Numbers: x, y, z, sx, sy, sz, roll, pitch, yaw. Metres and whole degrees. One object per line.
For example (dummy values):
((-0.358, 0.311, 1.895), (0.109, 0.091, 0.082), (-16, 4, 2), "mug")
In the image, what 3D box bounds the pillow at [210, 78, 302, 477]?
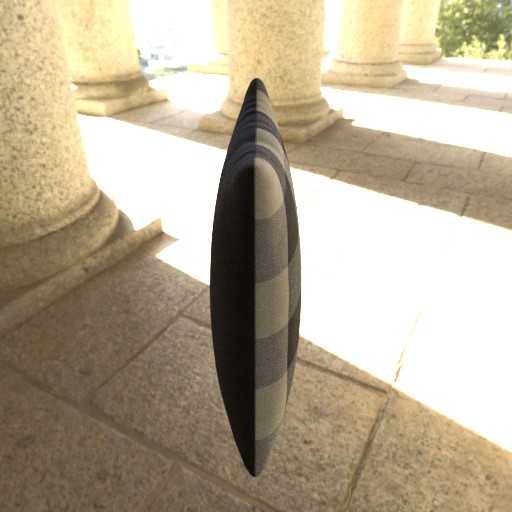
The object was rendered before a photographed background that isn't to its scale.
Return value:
((0.000, 0.000, 0.779), (0.161, 0.509, 0.511), (0, 31, 0), "pillow")
